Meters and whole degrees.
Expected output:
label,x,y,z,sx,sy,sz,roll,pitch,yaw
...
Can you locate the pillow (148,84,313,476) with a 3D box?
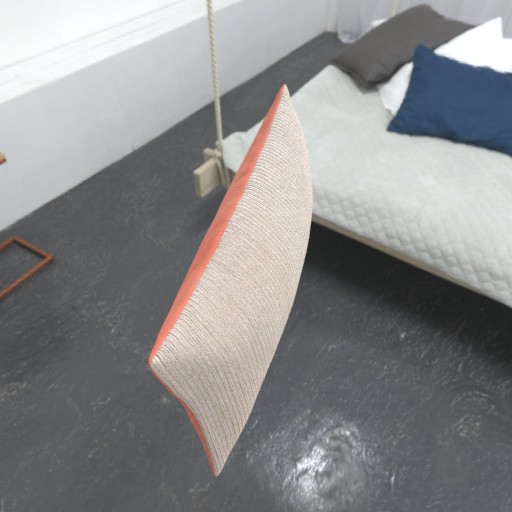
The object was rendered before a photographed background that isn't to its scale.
label,x,y,z,sx,sy,sz,roll,pitch,yaw
pillow,0.000,0.000,0.736,0.155,0.307,0.608,11,48,10
